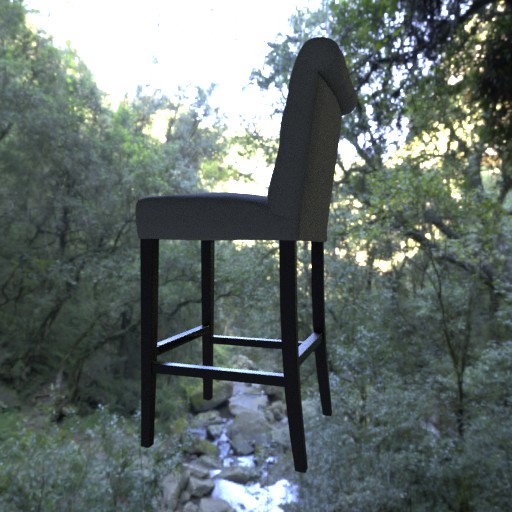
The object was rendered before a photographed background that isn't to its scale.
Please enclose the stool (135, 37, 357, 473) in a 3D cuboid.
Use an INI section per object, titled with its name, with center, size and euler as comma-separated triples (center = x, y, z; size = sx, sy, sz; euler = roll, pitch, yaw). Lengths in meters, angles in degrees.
[stool]
center = 0.000, 0.000, 1.431
size = 0.601, 1.140, 0.493
euler = 0, 1, 19
